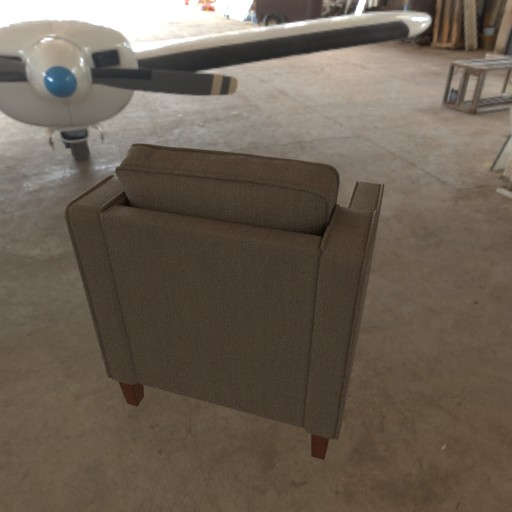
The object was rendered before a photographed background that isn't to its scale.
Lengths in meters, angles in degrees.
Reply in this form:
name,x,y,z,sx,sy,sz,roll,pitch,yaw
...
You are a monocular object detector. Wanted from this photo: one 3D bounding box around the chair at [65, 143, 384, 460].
name,x,y,z,sx,sy,sz,roll,pitch,yaw
chair,0.000,0.000,1.656,0.831,0.960,0.909,10,34,15
